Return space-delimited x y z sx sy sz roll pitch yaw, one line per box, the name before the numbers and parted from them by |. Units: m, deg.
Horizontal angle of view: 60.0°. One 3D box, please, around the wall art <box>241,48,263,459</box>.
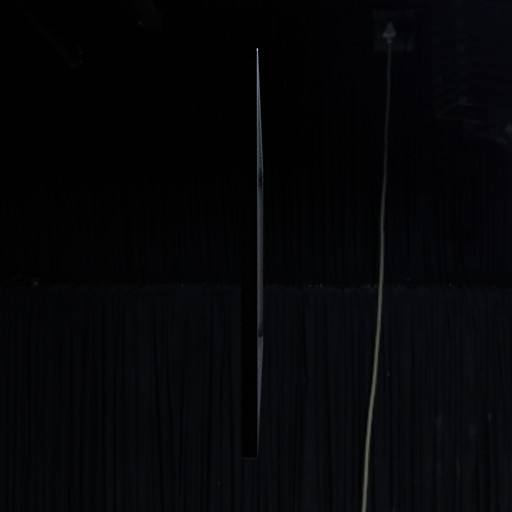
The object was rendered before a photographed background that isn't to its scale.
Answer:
wall art | 0.000 0.000 0.550 0.013 0.306 0.440 0 -1 1
